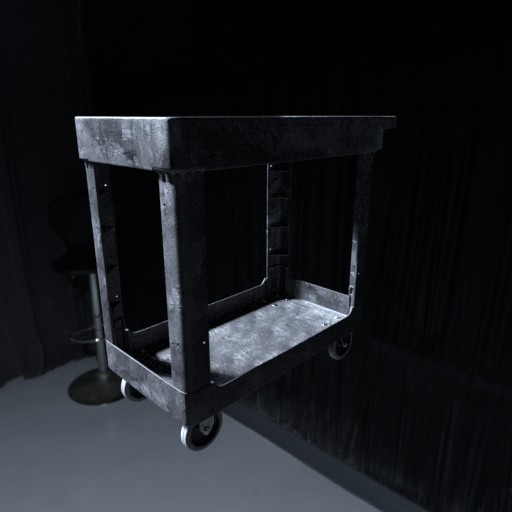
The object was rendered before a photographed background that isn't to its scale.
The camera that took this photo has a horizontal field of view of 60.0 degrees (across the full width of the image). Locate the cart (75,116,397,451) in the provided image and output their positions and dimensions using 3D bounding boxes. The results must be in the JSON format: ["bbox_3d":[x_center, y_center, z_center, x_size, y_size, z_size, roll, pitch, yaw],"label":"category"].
[{"bbox_3d":[0.000,0.000,1.372,0.420,0.824,0.877,17,24,42],"label":"cart"}]
